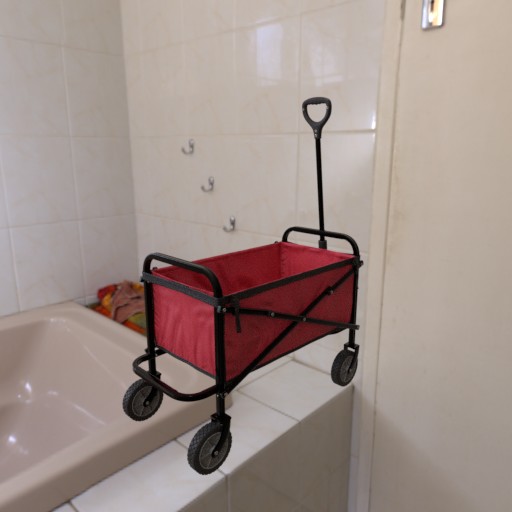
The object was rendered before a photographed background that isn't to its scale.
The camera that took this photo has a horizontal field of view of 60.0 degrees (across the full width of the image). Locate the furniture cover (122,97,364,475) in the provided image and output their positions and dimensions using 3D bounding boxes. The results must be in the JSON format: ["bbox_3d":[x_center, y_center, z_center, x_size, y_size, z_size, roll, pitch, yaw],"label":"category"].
[{"bbox_3d":[0.000,0.000,1.826,0.532,1.295,1.038,13,19,43],"label":"furniture cover"}]
